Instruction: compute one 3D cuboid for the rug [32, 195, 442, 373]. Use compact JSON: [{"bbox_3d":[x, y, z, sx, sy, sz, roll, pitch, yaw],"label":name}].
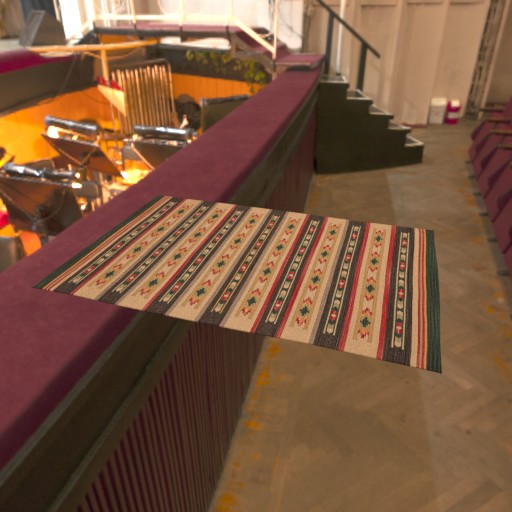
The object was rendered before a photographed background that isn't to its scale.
[{"bbox_3d":[0.000,0.000,2.347,1.825,0.009,1.221,9,31,16],"label":"rug"}]
